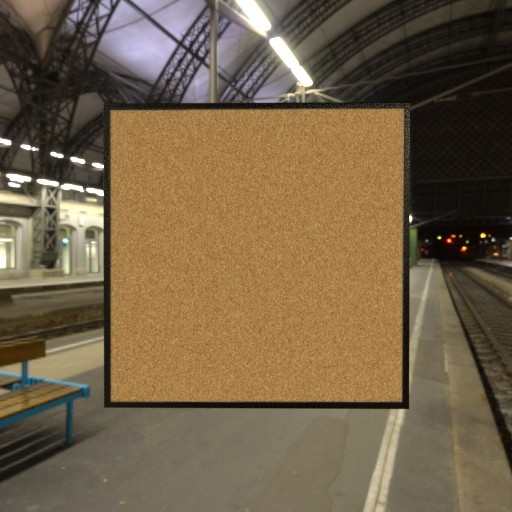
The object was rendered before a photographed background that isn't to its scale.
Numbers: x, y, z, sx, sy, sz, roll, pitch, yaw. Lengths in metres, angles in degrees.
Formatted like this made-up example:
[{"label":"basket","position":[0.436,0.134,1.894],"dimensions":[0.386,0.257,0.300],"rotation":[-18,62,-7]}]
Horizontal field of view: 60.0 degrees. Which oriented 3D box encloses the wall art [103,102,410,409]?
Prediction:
[{"label":"wall art","position":[0.000,0.000,0.513],"dimensions":[0.349,0.349,0.014],"rotation":[0,1,1]}]
